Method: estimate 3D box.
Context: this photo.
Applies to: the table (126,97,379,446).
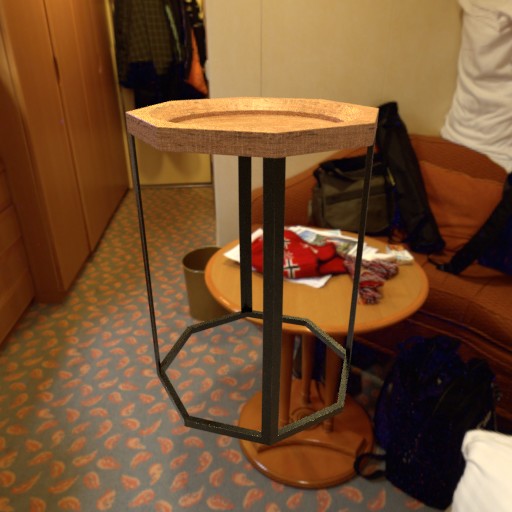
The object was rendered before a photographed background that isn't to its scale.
[{"bbox_3d":[0.000,0.000,0.878,0.437,0.553,0.437,19,31,34],"label":"table"}]
